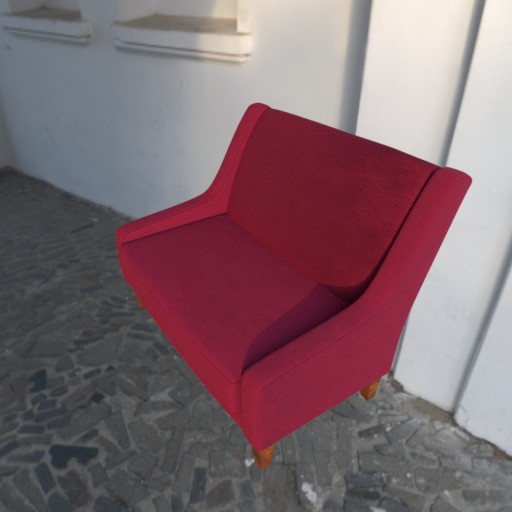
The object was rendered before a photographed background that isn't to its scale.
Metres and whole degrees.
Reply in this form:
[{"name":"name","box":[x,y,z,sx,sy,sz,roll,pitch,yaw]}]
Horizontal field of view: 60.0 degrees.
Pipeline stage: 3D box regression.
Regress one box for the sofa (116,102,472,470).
[{"name":"sofa","box":[0.000,0.000,1.938,0.946,0.976,1.242,-20,37,-29]}]
